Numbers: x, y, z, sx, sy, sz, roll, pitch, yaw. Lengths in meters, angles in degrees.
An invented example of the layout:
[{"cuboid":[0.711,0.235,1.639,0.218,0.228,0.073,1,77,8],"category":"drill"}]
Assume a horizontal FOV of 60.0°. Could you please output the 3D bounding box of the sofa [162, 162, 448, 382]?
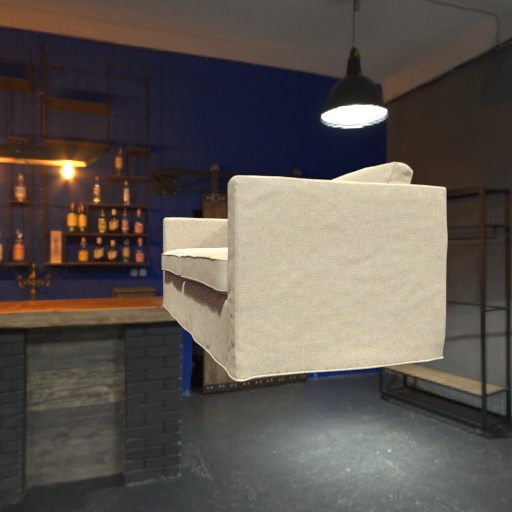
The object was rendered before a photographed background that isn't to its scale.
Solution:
[{"cuboid":[0.000,0.000,2.777,0.962,0.853,2.312,0,1,-18],"category":"sofa"}]
